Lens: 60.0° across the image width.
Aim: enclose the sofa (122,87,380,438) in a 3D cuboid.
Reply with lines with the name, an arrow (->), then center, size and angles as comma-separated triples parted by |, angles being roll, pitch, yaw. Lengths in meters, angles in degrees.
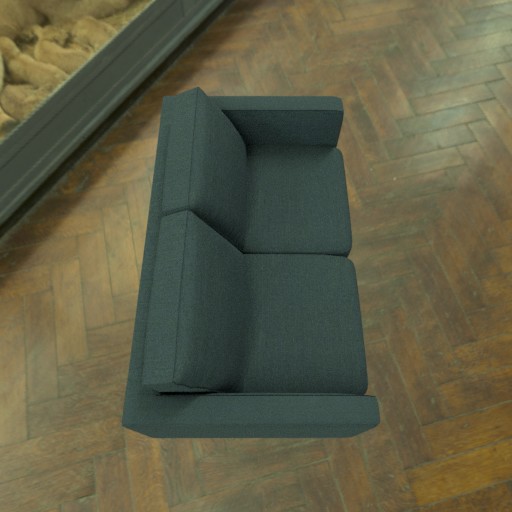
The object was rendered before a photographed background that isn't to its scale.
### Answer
sofa -> 0.000, 0.000, 2.228 | 0.999, 0.907, 1.659 | 0, 63, 0
